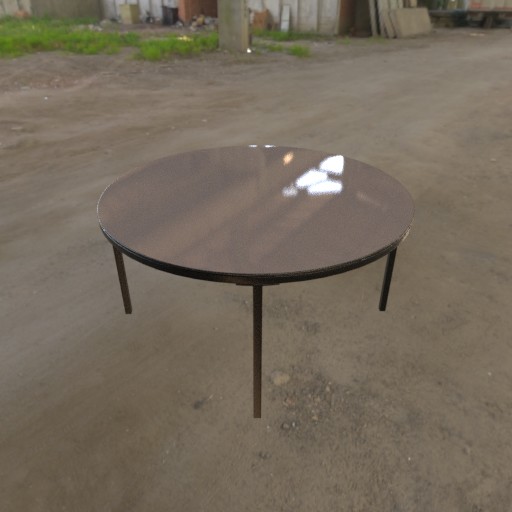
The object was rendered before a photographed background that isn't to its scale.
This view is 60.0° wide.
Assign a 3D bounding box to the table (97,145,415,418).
[{"bbox_3d":[0.000,0.000,1.267,0.800,0.400,0.800,0,31,0],"label":"table"}]
